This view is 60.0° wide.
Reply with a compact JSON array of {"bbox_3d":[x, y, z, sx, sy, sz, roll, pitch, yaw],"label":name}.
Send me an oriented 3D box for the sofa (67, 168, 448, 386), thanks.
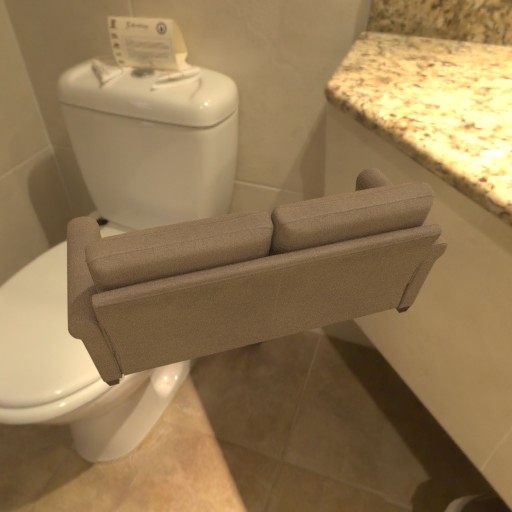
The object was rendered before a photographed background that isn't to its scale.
[{"bbox_3d":[0.000,0.000,2.448,1.935,0.942,0.842,-12,43,-13],"label":"sofa"}]
